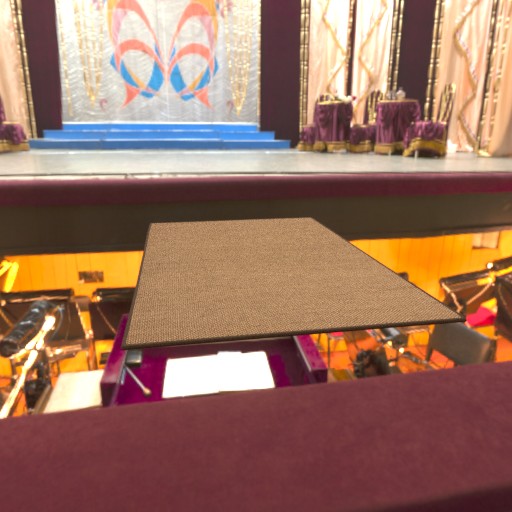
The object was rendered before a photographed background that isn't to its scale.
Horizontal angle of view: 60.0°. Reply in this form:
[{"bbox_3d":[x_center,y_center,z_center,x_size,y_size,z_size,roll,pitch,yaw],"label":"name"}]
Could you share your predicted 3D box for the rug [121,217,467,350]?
[{"bbox_3d":[0.000,0.000,2.103,1.067,0.013,1.676,-3,16,-10],"label":"rug"}]
